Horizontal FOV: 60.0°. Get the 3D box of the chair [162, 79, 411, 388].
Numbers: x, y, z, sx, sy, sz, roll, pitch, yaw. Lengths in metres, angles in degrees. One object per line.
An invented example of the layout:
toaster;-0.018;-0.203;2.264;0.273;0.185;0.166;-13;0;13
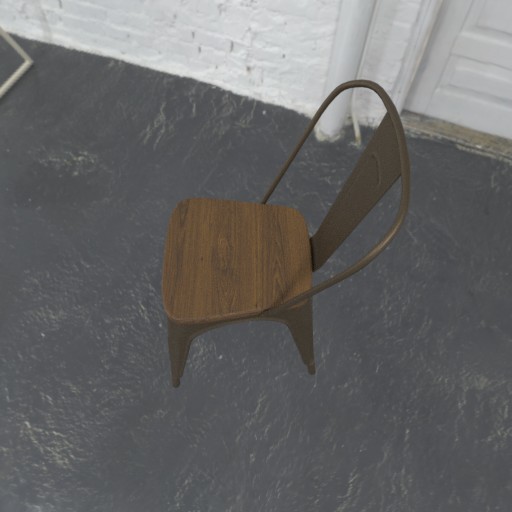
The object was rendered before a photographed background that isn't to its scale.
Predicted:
chair;0.000;0.000;1.146;0.532;0.844;0.451;-1;59;0
